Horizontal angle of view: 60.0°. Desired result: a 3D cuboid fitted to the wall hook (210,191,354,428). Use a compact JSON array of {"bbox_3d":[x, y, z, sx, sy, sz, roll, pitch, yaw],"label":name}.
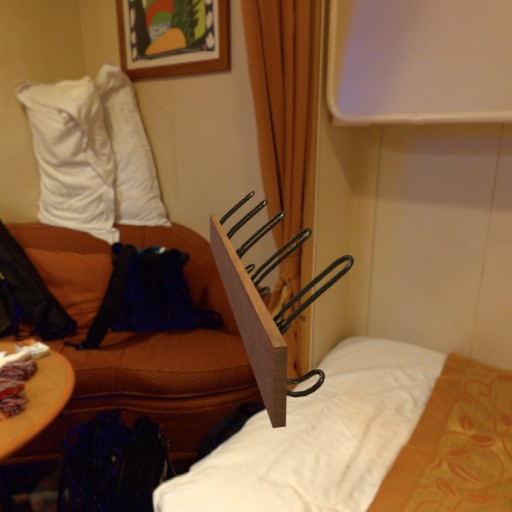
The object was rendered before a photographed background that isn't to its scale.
[{"bbox_3d":[0.000,0.000,0.576,0.076,0.116,0.554,-3,15,-10],"label":"wall hook"}]
